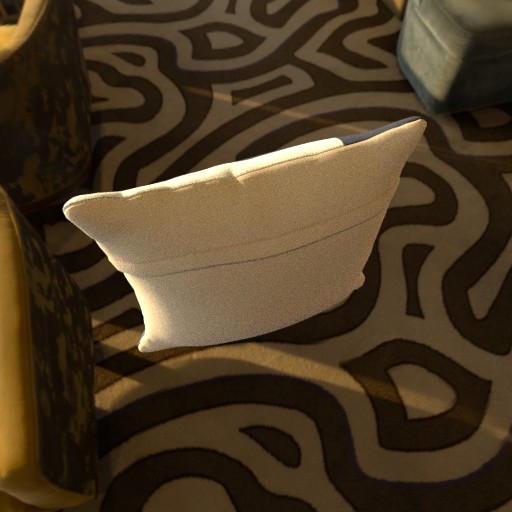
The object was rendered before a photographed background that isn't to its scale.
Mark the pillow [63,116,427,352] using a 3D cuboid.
[{"bbox_3d":[0.000,0.000,0.795,0.536,0.506,0.229,-16,60,-10],"label":"pillow"}]
